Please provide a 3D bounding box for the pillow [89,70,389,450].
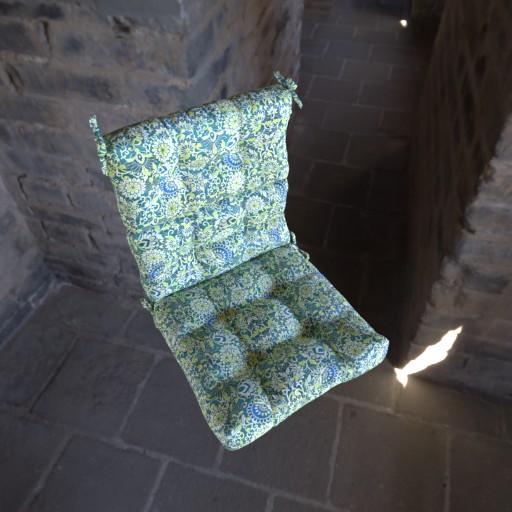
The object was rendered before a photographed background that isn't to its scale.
[{"bbox_3d":[0.000,0.000,1.043,0.519,0.605,0.571,-24,51,-21],"label":"pillow"}]
